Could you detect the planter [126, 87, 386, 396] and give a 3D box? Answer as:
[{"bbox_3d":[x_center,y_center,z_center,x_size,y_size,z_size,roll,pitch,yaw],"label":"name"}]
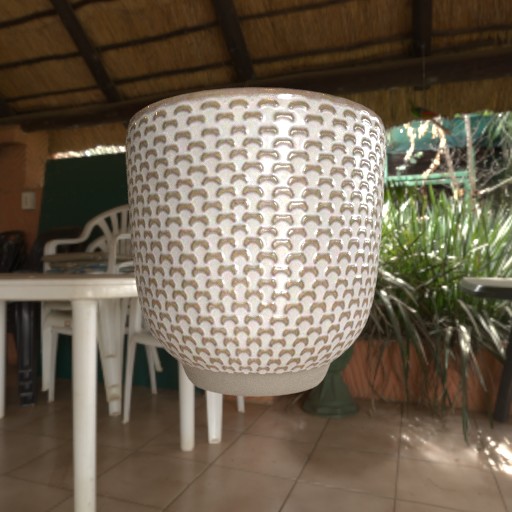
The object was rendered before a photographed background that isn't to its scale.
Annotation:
[{"bbox_3d":[0.000,0.000,0.347,0.197,0.191,0.197,0,-1,0],"label":"planter"}]
